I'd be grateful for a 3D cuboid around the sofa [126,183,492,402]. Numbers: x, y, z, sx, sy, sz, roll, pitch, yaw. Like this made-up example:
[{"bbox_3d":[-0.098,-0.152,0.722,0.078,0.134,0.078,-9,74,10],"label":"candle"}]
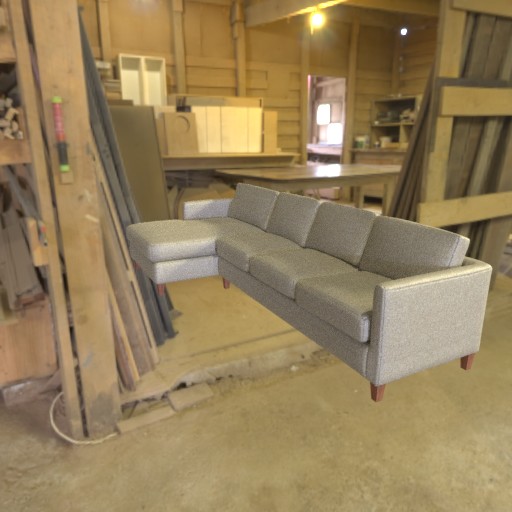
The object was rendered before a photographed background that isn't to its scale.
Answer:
[{"bbox_3d":[0.000,0.000,3.666,1.502,0.876,3.201,-8,17,-26],"label":"sofa"}]
